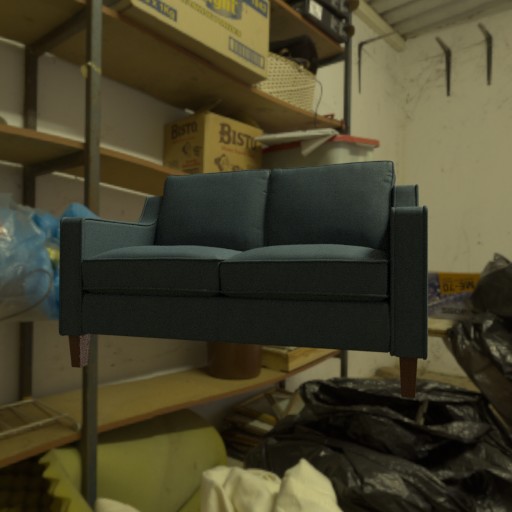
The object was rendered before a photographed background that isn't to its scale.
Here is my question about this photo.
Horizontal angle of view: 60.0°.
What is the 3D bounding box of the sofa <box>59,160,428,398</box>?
[{"bbox_3d":[0.000,0.000,2.143,1.501,0.971,0.987,0,0,17],"label":"sofa"}]
